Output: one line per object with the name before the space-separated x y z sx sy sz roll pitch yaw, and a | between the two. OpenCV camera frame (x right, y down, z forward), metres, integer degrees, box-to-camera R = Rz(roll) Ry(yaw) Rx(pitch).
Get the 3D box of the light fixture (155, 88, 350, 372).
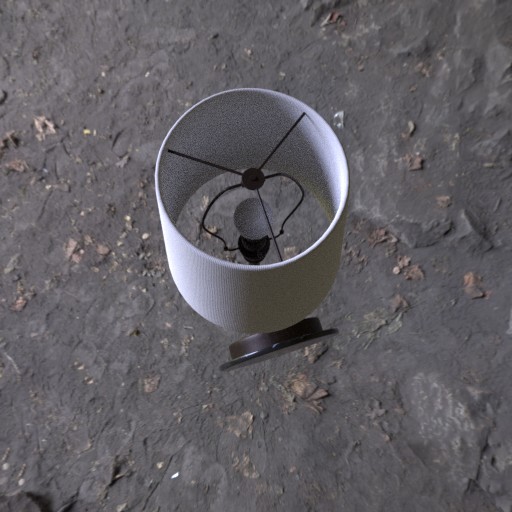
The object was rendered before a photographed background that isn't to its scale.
light fixture | 0.000 0.000 0.445 0.168 0.337 0.188 -17 75 -5
